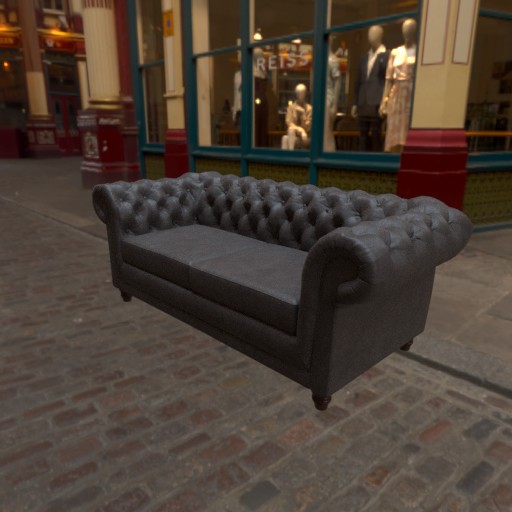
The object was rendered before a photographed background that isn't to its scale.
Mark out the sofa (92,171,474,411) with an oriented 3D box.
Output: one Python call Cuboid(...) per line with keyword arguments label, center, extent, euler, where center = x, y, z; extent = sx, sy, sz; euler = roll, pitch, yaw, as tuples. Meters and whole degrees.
Cuboid(label="sofa", center=(0.000, 0.000, 2.494), extent=(0.944, 0.779, 2.048), euler=(-16, 23, -42))
